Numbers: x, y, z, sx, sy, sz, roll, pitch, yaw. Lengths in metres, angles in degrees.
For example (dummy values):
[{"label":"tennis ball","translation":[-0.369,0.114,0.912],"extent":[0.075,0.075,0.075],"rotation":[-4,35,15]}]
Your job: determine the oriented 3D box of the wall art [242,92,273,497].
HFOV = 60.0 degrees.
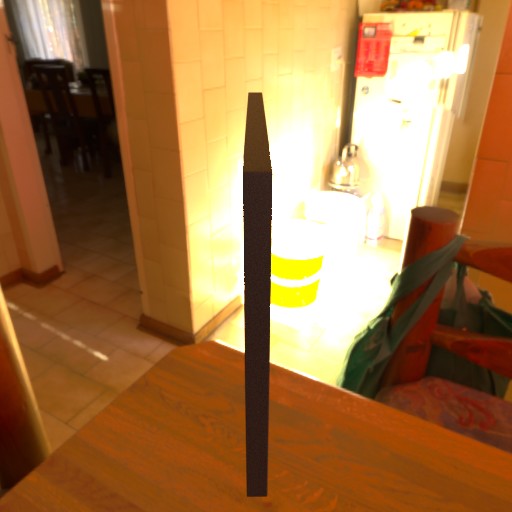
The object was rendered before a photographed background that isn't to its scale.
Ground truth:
[{"label":"wall art","translation":[0.000,0.000,0.753],"extent":[0.029,0.458,0.559],"rotation":[0,27,0]}]
